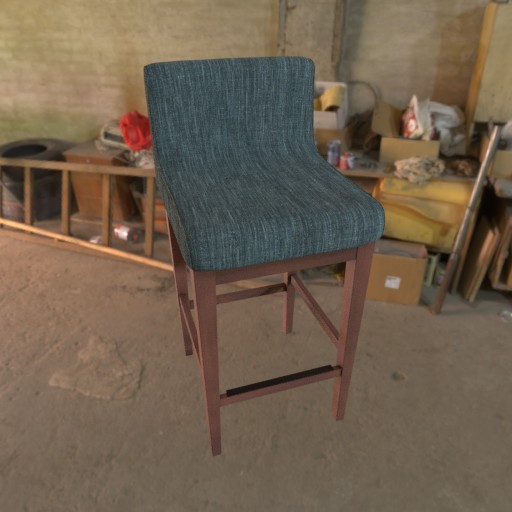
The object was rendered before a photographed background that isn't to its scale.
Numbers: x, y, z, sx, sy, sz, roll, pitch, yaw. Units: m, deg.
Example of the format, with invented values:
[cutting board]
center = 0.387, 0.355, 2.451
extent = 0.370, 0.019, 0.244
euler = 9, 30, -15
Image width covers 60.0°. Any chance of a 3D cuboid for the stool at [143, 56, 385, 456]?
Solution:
[stool]
center = 0.000, 0.000, 1.069
extent = 0.395, 0.835, 0.459
euler = -10, 32, -15
